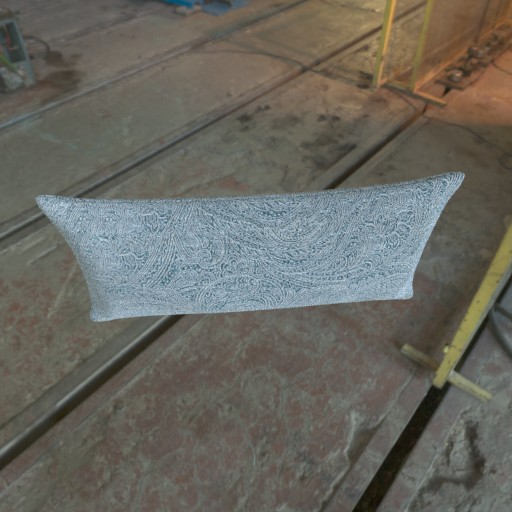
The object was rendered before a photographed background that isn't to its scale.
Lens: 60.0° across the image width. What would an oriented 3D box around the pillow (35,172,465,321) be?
[{"bbox_3d":[0.000,0.000,0.735,0.615,0.295,0.151,-4,46,-3],"label":"pillow"}]
